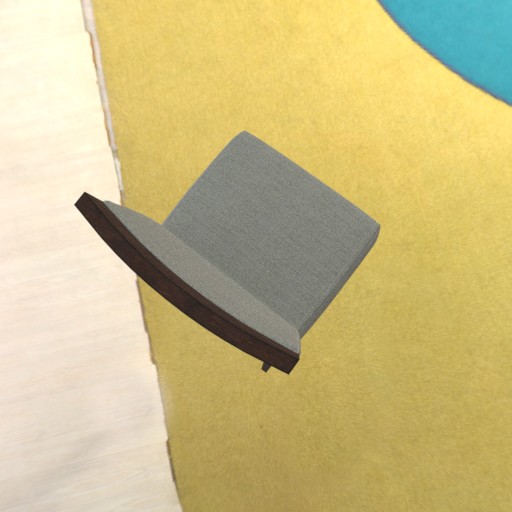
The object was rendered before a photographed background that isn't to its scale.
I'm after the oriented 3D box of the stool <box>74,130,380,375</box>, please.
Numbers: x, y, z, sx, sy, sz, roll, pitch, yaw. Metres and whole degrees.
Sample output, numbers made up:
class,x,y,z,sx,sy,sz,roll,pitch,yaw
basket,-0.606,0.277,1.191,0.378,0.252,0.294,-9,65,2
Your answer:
class,x,y,z,sx,sy,sz,roll,pitch,yaw
stool,0.000,0.000,1.326,0.512,1.009,0.531,37,78,9
